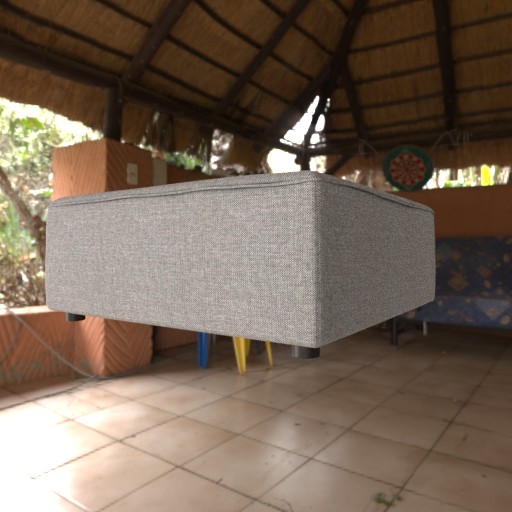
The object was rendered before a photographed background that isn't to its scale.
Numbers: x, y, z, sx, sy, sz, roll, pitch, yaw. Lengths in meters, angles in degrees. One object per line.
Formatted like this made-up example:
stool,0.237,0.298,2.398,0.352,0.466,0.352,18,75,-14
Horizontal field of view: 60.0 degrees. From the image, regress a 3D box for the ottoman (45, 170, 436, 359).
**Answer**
ottoman,0.000,0.000,1.581,1.017,0.423,1.023,1,1,35
